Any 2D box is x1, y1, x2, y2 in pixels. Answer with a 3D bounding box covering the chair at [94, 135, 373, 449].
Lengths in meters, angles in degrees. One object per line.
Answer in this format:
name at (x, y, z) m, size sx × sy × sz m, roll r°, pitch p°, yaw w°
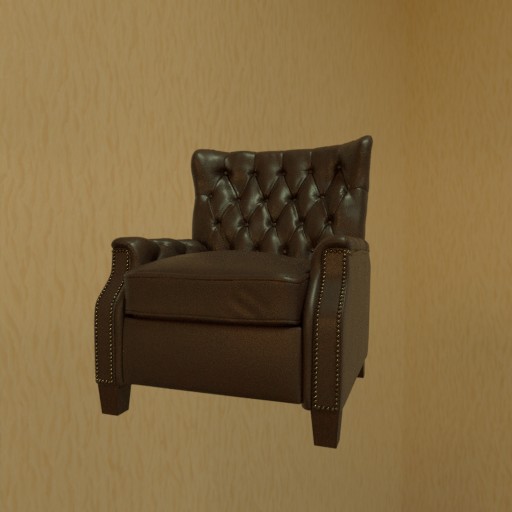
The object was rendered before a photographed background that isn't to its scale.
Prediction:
chair at (0.000, 0.000, 1.467) m, size 0.709 × 0.864 × 0.823 m, roll 0°, pitch 1°, yaw 19°
